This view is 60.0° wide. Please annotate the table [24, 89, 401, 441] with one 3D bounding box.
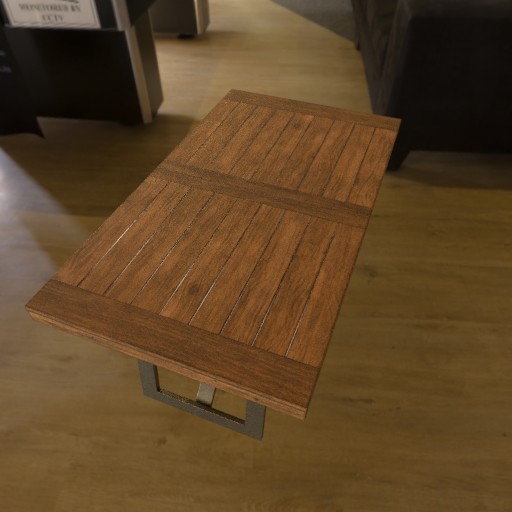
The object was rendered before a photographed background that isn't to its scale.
[{"bbox_3d":[0.000,0.000,2.088,0.931,0.757,1.641,16,48,15],"label":"table"}]
